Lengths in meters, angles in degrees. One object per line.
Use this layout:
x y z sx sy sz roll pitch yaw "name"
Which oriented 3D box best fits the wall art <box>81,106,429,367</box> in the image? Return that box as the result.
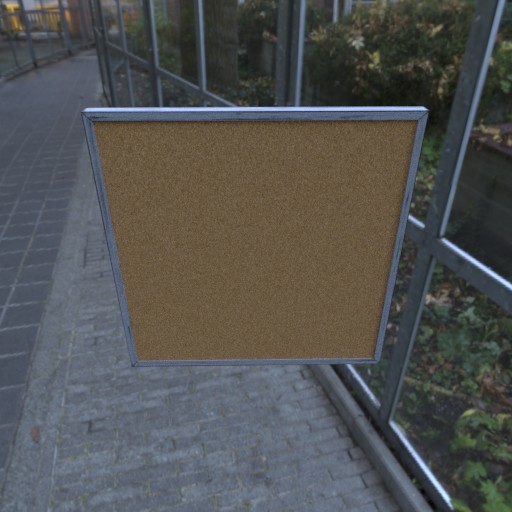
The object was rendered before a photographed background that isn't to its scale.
0.000 0.000 1.179 0.761 0.761 0.037 0 31 -1 "wall art"
